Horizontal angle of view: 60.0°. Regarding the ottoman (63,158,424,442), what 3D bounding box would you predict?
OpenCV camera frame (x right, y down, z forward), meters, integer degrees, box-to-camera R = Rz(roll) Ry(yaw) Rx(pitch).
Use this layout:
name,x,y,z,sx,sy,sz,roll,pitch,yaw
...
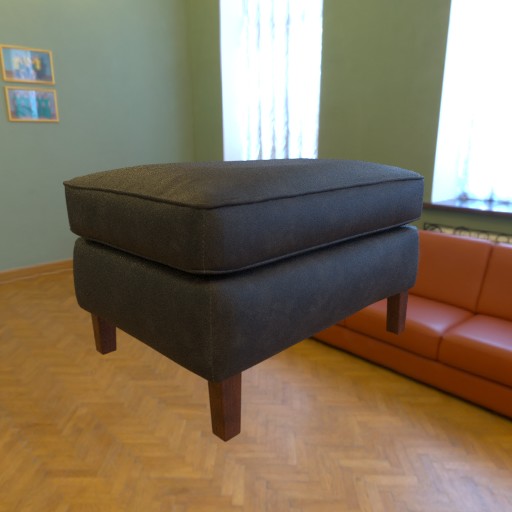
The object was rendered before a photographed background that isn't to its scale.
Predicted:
name,x,y,z,sx,sy,sz,roll,pitch,yaw
ottoman,0.000,0.000,0.987,0.665,0.413,0.501,-14,21,-43
